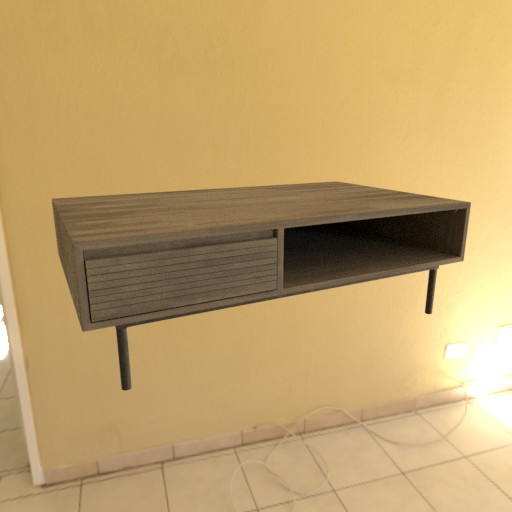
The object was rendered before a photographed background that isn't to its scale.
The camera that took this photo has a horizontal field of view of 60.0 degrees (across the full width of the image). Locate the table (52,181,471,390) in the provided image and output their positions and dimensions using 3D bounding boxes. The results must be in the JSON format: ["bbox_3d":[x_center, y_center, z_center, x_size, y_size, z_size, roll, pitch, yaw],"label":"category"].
[{"bbox_3d":[0.000,0.000,1.376,1.088,0.347,0.643,-8,17,-26],"label":"table"}]
